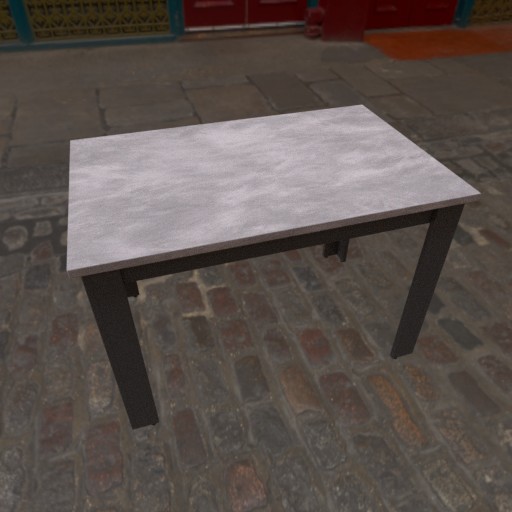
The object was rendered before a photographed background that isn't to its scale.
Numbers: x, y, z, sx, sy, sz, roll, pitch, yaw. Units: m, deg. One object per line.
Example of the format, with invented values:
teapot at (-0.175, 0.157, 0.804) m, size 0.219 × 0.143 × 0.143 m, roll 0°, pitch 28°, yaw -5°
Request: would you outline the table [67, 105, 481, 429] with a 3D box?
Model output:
table at (0.000, 0.000, 1.602) m, size 1.100 × 0.734 × 0.700 m, roll -11°, pitch 41°, yaw -13°
